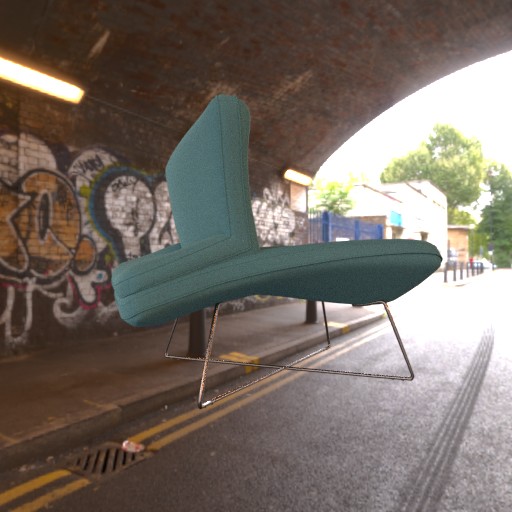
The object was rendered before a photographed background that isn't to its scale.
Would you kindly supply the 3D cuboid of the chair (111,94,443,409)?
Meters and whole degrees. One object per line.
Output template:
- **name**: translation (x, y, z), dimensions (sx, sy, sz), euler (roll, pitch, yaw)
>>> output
- **chair**: translation (0.000, 0.000, 1.634), dimensions (1.008, 0.855, 0.859), euler (0, 0, -19)
